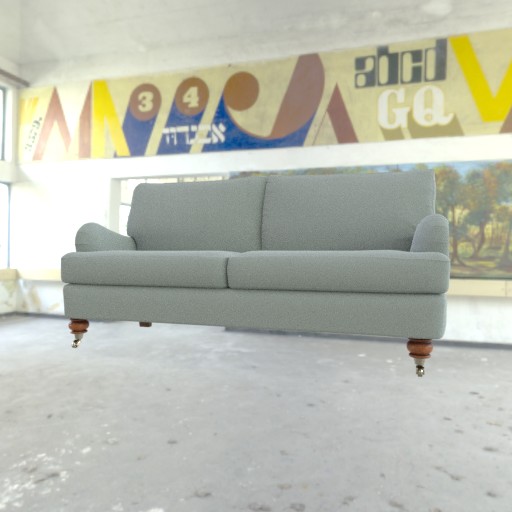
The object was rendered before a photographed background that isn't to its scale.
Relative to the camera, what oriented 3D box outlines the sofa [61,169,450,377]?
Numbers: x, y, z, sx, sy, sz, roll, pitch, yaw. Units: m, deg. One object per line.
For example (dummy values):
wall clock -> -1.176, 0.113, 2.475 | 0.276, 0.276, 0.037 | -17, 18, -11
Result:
sofa -> 0.000, 0.000, 2.780 | 2.193, 1.096, 1.069 | 0, 1, 18
